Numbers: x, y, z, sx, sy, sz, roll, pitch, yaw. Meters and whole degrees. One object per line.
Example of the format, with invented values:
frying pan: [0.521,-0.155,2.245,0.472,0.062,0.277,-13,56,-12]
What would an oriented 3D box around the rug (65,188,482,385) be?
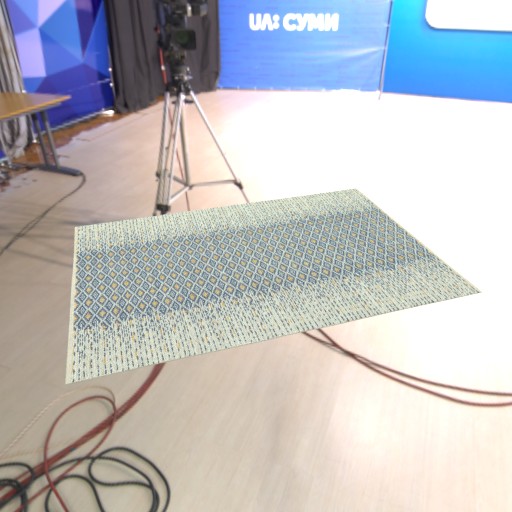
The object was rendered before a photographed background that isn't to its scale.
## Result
rug: [0.000,0.000,2.319,1.828,0.005,1.219,-10,34,-14]
